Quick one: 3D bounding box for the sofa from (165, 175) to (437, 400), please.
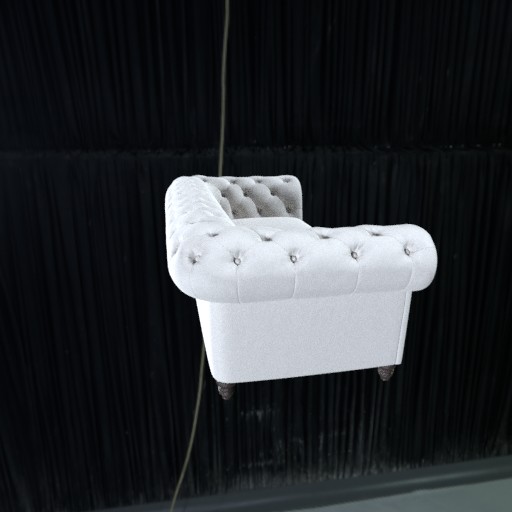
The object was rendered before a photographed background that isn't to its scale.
[{"bbox_3d":[0.000,0.000,2.529,0.986,0.764,1.998,-3,17,-11],"label":"sofa"}]
